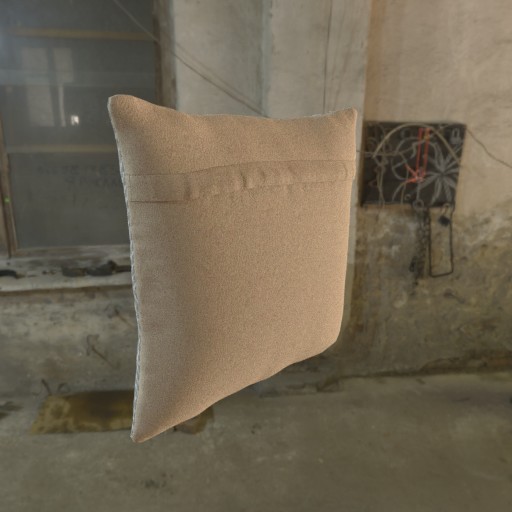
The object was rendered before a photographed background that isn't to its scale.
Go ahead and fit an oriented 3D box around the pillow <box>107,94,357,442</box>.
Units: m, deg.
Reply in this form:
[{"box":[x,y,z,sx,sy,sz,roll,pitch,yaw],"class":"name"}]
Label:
[{"box":[0.000,0.000,0.697,0.459,0.458,0.181,-15,22,-41],"class":"pillow"}]
